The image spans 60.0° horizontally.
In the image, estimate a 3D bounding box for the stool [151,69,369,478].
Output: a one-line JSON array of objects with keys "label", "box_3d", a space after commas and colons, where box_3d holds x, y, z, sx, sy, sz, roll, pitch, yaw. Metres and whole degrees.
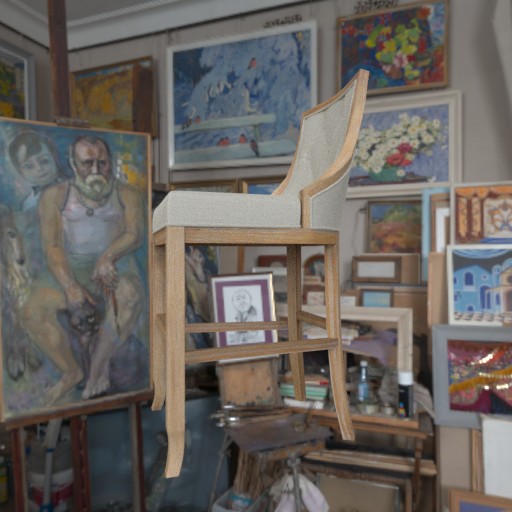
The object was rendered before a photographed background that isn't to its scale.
[{"label": "stool", "box_3d": [0.000, 0.000, 1.434, 0.626, 1.101, 0.524, 0, 0, -17]}]
